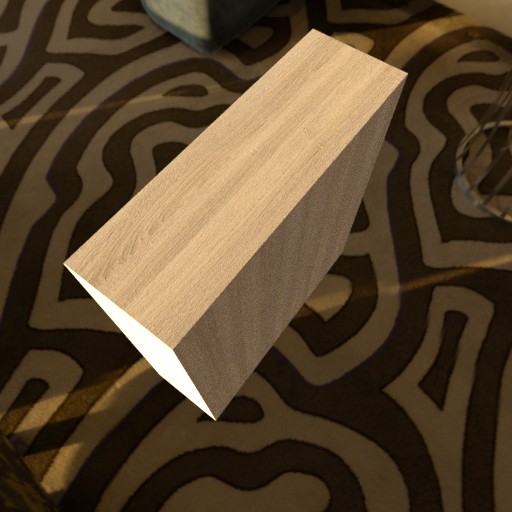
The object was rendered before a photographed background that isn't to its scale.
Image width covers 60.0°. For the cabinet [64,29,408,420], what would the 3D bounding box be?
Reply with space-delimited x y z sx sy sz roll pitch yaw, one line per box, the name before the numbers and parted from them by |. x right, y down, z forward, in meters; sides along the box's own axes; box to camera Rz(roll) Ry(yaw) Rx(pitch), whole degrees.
cabinet | 0.000 0.000 3.016 0.620 2.060 1.870 34 68 16
